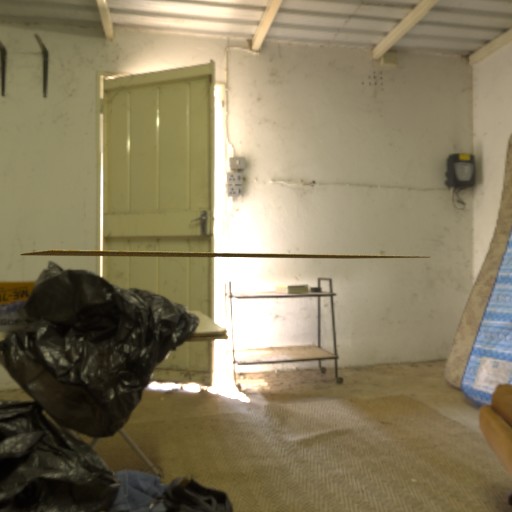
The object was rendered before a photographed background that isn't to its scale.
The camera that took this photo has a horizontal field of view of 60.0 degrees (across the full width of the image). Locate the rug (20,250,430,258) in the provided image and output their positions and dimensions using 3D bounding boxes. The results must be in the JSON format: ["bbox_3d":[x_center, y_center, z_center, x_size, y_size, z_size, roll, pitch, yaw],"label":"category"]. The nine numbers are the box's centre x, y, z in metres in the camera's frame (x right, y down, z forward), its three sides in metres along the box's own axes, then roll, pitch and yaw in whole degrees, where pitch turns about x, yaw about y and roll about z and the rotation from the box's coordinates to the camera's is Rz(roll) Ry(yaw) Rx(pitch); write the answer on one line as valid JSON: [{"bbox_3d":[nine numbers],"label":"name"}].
[{"bbox_3d":[0.000,0.000,2.667,2.438,0.010,0.775,1,-1,-36],"label":"rug"}]
